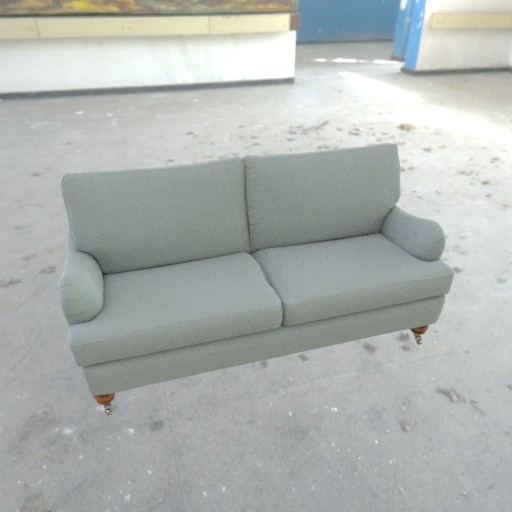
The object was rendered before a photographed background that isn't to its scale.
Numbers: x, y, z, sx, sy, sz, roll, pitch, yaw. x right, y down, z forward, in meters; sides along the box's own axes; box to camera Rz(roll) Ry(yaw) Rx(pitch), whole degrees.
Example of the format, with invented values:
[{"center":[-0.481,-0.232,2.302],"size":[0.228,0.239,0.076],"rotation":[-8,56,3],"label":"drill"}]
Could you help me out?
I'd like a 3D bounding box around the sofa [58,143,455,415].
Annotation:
[{"center":[0.000,0.000,2.739],"size":[2.193,1.096,1.069],"rotation":[-9,33,-14],"label":"sofa"}]
